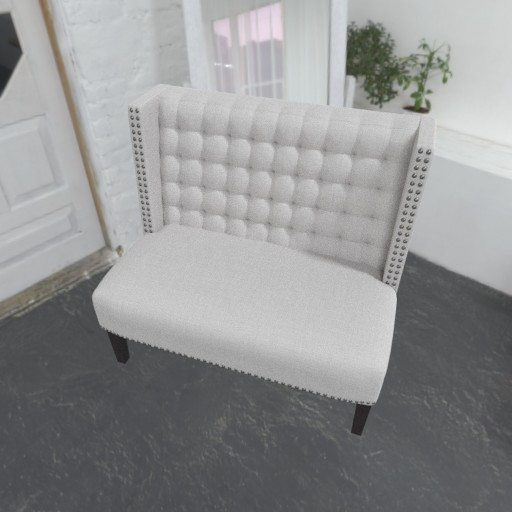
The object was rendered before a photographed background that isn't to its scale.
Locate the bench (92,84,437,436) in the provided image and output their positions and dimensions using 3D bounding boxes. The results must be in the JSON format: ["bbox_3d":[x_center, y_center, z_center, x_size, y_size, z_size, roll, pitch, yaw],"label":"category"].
[{"bbox_3d":[0.000,0.000,1.984,1.280,1.123,0.847,12,41,14],"label":"bench"}]
